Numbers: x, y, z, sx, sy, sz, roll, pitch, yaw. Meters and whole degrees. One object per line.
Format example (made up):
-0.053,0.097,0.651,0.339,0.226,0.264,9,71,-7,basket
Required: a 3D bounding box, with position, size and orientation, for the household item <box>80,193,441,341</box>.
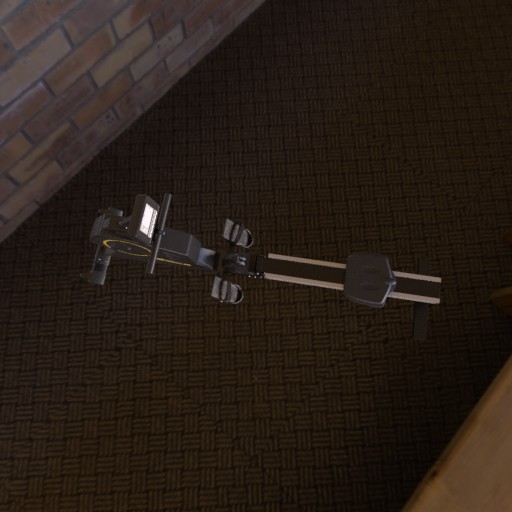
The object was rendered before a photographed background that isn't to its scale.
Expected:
0.000,0.000,2.554,2.251,0.810,0.521,9,75,3,household item
